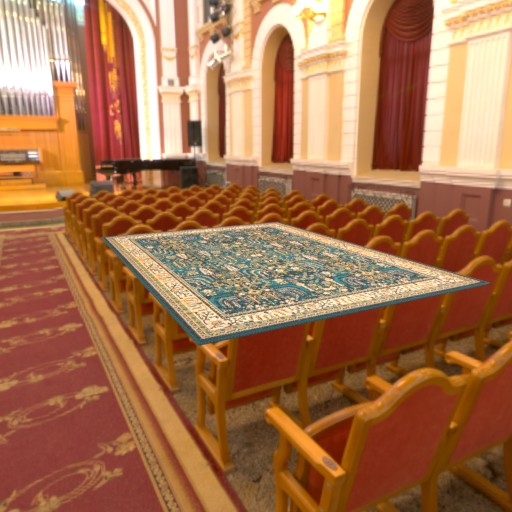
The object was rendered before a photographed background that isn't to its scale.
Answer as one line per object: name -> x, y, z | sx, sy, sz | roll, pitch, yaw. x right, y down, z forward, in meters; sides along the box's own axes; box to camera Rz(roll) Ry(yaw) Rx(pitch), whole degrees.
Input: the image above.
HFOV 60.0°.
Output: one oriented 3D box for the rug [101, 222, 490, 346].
rug -> 0.000, 0.000, 4.006 | 2.226, 0.015, 3.044 | -7, 15, -27
